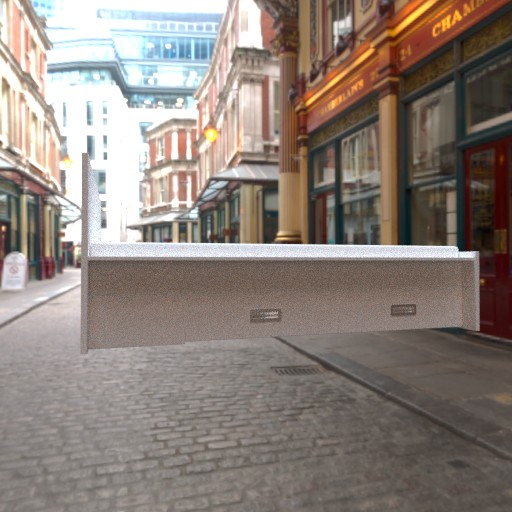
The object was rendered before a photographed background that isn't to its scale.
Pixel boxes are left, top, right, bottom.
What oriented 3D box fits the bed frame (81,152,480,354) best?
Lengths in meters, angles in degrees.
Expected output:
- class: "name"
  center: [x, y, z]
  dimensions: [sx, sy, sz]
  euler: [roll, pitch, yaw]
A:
- class: "bed frame"
  center: [0.000, 0.000, 2.819]
  dimensions: [1.960, 0.800, 1.622]
  euler: [0, -1, -17]
